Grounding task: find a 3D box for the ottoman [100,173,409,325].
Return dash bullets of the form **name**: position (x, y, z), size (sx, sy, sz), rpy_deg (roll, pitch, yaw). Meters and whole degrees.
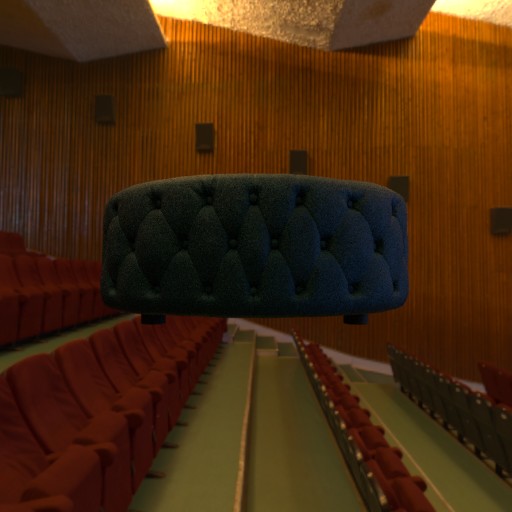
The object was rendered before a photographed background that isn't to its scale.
- **ottoman**: position (0.000, 0.000, 1.524), size (0.998, 0.398, 0.998), rpy_deg (0, -2, 0)
